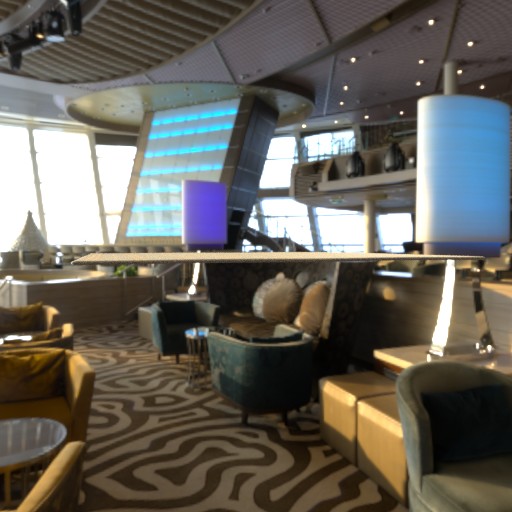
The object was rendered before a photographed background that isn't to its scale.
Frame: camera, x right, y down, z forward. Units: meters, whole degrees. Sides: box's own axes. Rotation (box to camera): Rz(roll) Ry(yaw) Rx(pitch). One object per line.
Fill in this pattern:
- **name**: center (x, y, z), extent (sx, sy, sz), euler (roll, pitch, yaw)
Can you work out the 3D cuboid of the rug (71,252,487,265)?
- **rug**: center (0.000, 0.000, 4.191), extent (3.066, 0.030, 2.462), euler (0, 1, -19)
